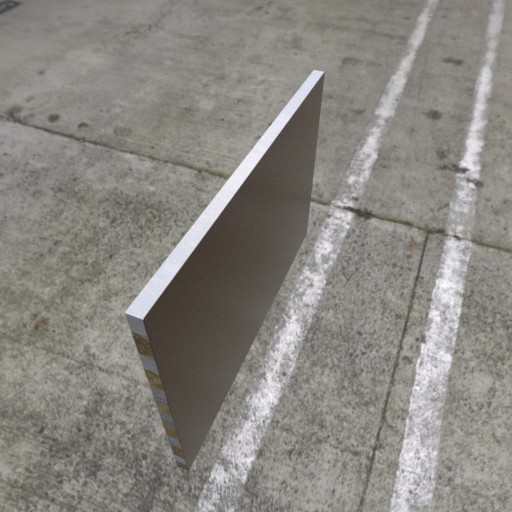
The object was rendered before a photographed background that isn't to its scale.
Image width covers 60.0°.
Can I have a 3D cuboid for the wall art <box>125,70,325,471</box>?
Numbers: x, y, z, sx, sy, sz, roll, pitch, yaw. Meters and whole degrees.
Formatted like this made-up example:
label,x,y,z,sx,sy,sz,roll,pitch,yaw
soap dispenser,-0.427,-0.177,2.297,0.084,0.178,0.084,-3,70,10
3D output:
label,x,y,z,sx,sy,sz,roll,pitch,yaw
wall art,0.000,0.000,1.440,0.041,0.762,1.145,17,48,16
